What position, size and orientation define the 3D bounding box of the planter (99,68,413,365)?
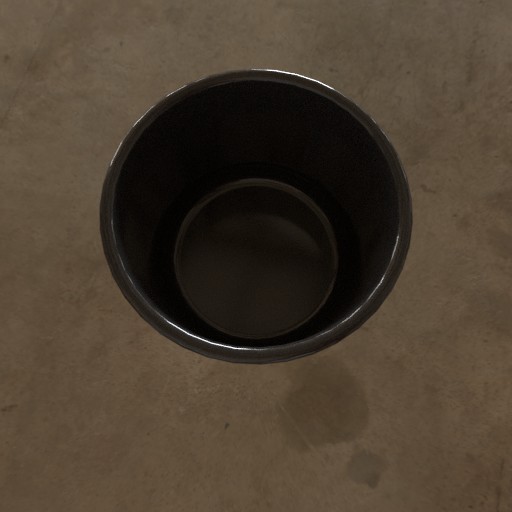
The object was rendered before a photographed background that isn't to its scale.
[{"bbox_3d":[0.000,0.000,0.402,0.196,0.264,0.196,-37,78,-9],"label":"planter"}]
